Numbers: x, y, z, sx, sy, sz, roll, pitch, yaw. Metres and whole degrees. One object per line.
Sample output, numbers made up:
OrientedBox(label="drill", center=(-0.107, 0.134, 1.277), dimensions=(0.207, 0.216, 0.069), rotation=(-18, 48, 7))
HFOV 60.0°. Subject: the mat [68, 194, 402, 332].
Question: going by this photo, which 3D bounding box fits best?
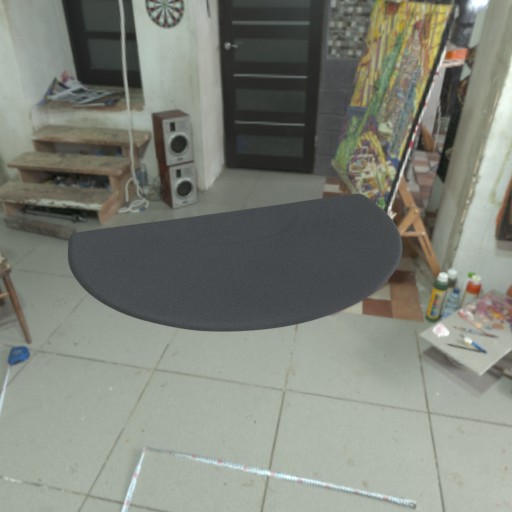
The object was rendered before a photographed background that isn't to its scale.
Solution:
OrientedBox(label="mat", center=(0.000, 0.000, 1.879), dimensions=(1.525, 0.016, 0.917), rotation=(-10, 33, -15))
